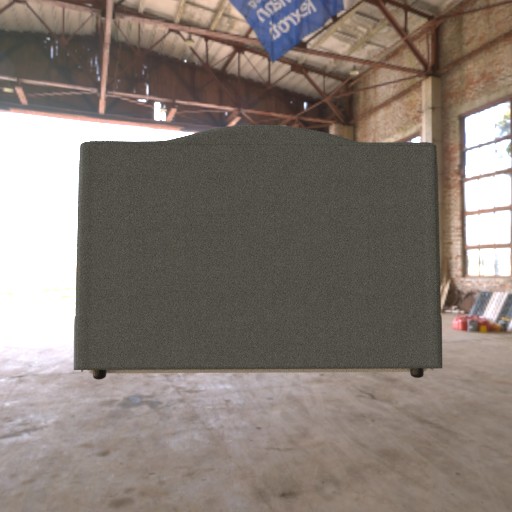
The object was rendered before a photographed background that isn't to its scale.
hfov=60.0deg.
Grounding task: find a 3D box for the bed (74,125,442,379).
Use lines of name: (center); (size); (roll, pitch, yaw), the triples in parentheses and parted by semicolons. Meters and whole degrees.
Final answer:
bed: (0.000, 0.000, 3.850); (2.161, 1.457, 2.689); (0, -1, -1)
